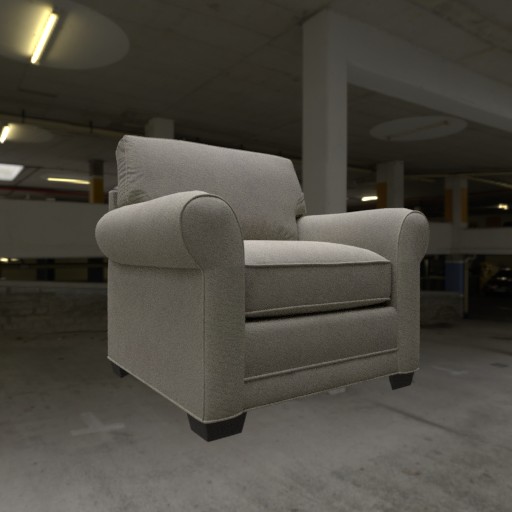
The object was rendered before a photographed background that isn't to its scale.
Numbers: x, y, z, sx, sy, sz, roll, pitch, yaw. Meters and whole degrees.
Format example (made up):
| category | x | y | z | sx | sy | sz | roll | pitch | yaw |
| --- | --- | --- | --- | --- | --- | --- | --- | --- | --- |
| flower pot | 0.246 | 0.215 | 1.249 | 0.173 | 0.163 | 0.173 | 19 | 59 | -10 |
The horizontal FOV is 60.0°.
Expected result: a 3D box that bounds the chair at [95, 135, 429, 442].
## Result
| category | x | y | z | sx | sy | sz | roll | pitch | yaw |
| --- | --- | --- | --- | --- | --- | --- | --- | --- | --- |
| chair | 0.000 | 0.000 | 1.868 | 1.147 | 1.044 | 0.939 | -1 | 1 | -35 |
